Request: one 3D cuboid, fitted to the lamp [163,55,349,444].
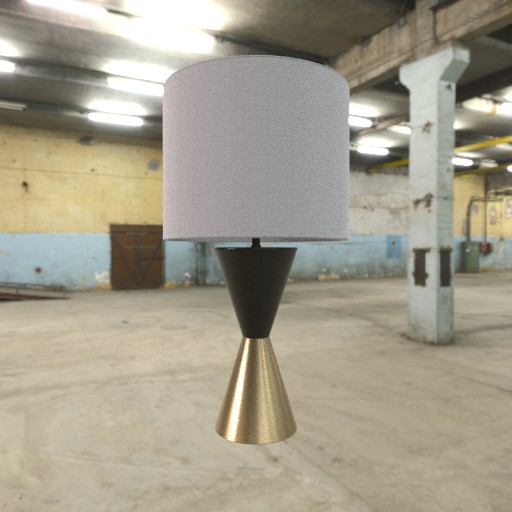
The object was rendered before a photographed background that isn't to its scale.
[{"bbox_3d":[0.000,0.000,0.740,0.304,0.573,0.304,0,1,1],"label":"lamp"}]
